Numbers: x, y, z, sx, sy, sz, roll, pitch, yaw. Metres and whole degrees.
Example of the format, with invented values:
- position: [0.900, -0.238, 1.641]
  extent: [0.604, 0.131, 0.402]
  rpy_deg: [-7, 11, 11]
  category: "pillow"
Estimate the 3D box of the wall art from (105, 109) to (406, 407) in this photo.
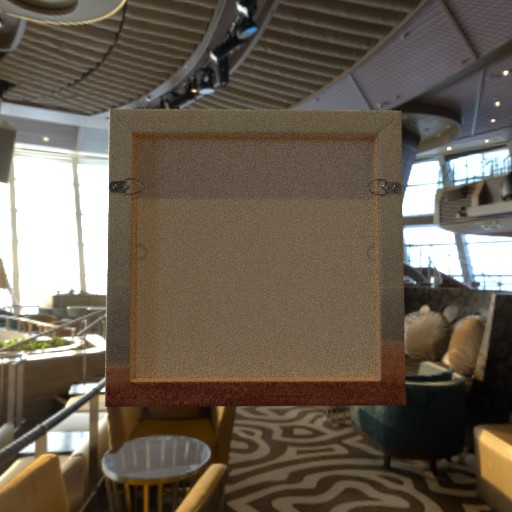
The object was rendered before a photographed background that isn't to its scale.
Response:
- position: [0.000, 0.000, 0.915]
  extent: [0.605, 0.605, 0.034]
  rpy_deg: [0, -3, -1]
  category: "wall art"
